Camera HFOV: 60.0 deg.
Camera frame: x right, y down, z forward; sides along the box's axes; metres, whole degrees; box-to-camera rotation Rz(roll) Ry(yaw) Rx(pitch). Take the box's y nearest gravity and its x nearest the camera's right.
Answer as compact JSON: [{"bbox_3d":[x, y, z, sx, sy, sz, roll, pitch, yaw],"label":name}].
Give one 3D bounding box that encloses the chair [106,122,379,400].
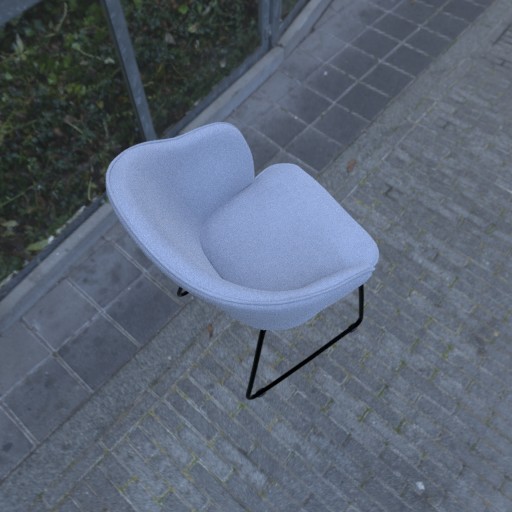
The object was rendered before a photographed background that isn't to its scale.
[{"bbox_3d":[0.000,0.000,1.233,0.592,0.817,0.570,-32,64,-17],"label":"chair"}]
